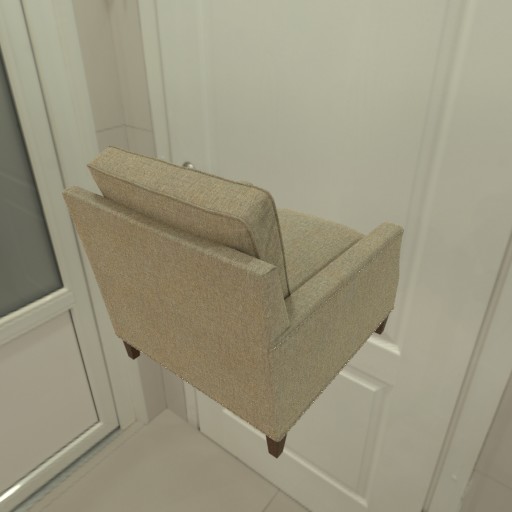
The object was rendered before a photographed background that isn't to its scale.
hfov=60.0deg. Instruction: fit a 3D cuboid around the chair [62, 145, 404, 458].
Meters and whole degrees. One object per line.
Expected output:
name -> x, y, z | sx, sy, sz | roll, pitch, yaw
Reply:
chair -> 0.000, 0.000, 1.741 | 0.853, 0.943, 1.014 | 22, 37, 32
